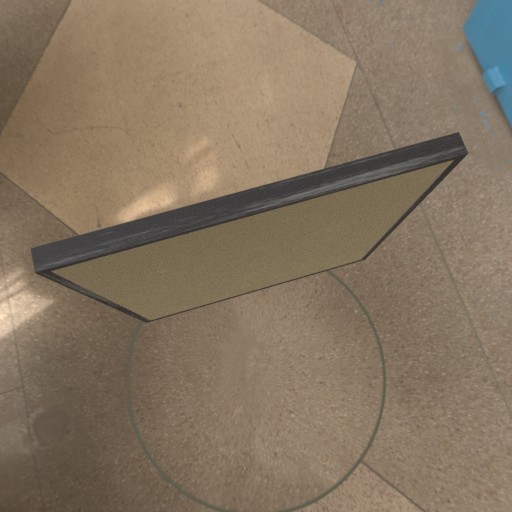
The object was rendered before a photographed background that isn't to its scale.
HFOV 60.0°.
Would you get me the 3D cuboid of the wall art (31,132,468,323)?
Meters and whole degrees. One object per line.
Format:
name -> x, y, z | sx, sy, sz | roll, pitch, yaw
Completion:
wall art -> 0.000, 0.000, 1.120 | 0.762, 0.758, 0.043 | -16, 76, -4
